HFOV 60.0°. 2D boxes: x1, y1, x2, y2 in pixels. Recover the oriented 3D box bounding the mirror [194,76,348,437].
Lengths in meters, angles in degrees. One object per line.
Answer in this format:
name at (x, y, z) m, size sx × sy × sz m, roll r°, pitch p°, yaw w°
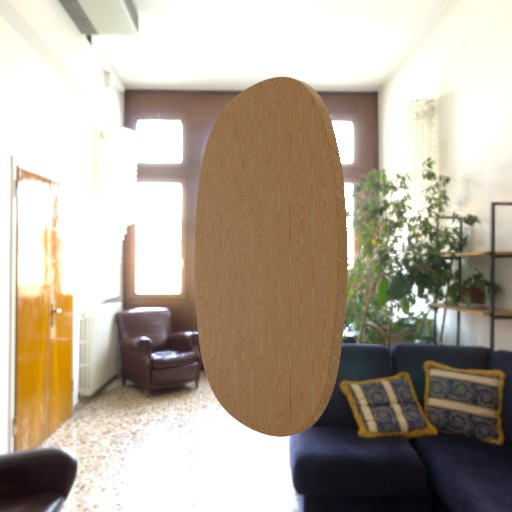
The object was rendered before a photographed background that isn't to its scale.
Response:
mirror at (0.000, 0.000, 1.397) m, size 0.037 × 1.075 × 0.724 m, roll 1°, pitch -2°, yaw -37°
